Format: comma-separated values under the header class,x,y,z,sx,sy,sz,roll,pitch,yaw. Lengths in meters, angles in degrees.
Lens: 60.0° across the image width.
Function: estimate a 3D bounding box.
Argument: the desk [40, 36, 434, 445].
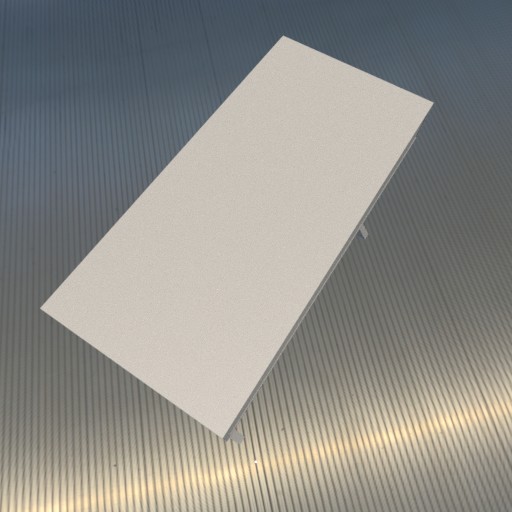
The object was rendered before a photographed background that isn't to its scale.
class,x,y,z,sx,sy,sz,roll,pitch,yaw
desk,0.000,0.000,1.491,0.525,0.780,1.057,30,69,13
